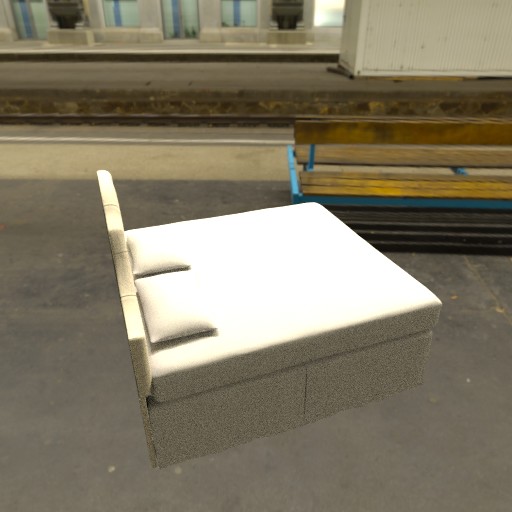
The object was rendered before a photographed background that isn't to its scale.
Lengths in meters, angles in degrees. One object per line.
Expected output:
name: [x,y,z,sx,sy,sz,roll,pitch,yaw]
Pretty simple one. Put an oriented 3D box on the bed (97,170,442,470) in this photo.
bed: [0.000,0.000,3.430,2.086,1.555,2.012,-11,31,-18]
